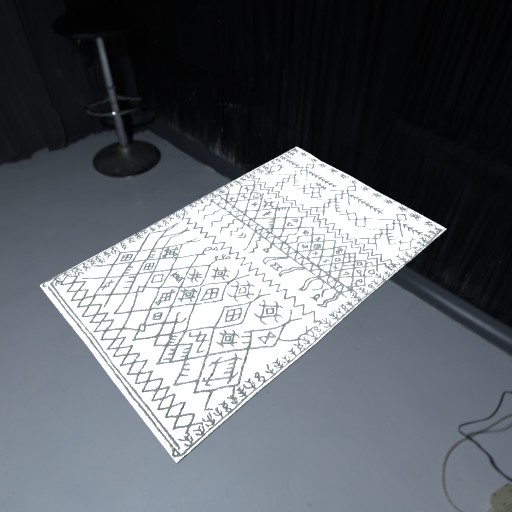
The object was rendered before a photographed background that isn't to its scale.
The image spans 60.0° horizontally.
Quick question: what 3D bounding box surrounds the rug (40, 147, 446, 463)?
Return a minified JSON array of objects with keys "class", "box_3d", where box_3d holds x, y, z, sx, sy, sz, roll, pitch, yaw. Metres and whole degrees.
[{"class":"rug","box_3d":[0.000,0.000,3.093,2.444,0.012,1.530,-34,55,-28]}]
